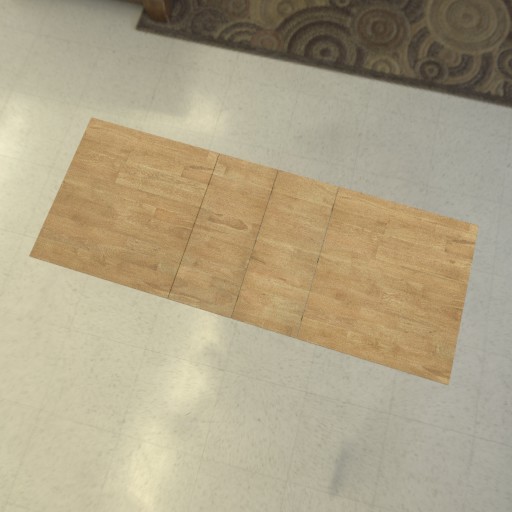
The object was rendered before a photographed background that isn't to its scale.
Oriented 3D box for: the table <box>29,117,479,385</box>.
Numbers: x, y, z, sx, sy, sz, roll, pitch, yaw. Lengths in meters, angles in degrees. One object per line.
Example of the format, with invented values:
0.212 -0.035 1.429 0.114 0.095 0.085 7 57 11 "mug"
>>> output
0.000 0.000 3.105 2.603 0.752 1.000 16 76 4 "table"
